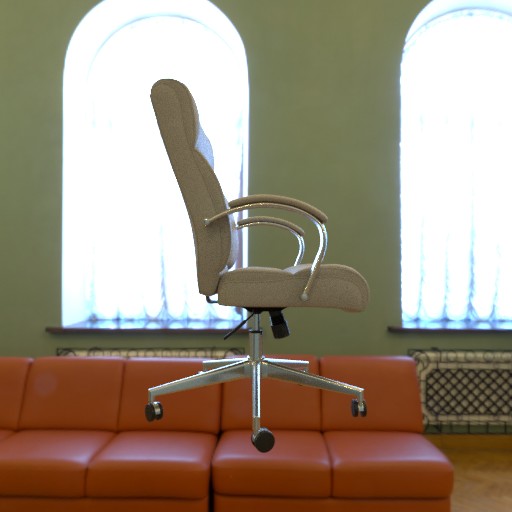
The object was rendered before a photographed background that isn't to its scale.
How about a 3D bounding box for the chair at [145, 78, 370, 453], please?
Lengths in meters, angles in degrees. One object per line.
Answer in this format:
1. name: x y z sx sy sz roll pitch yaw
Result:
1. chair: 0.000 0.000 1.587 0.745 1.099 0.727 0 -1 0
